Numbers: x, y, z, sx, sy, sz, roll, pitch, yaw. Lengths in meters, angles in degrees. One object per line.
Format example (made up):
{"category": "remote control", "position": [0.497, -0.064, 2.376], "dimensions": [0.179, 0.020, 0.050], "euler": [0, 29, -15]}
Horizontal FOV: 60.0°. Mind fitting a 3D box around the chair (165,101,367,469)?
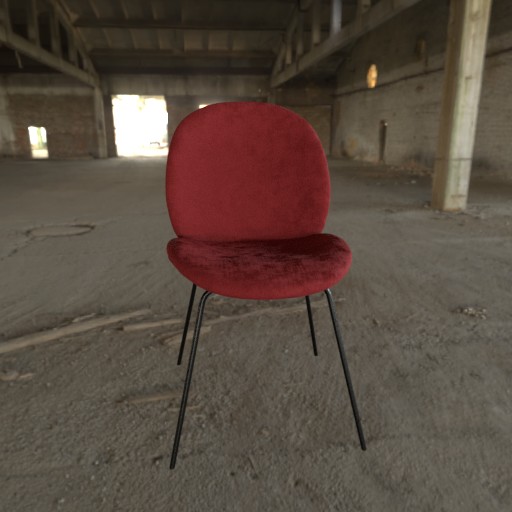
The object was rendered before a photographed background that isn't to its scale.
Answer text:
{"category": "chair", "position": [0.000, 0.000, 1.145], "dimensions": [0.458, 0.791, 0.587], "euler": [-2, 15, -7]}
